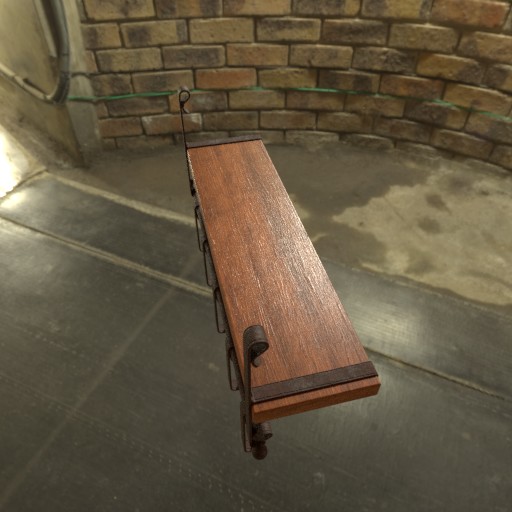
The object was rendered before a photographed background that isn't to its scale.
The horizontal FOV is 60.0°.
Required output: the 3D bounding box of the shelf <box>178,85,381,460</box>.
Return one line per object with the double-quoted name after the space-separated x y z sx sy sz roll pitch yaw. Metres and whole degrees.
0.000 0.000 0.692 0.146 0.330 0.567 -10 45 -10 "shelf"
